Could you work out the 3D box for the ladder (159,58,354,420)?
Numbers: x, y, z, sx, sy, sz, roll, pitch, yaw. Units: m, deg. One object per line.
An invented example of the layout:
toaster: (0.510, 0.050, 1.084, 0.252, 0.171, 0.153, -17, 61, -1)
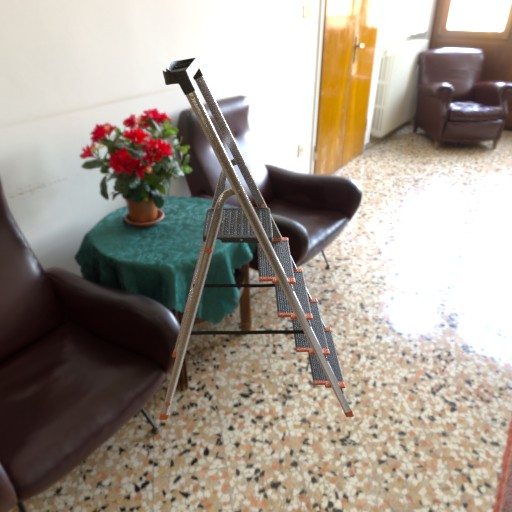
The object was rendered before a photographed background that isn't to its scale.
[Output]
ladder: (0.000, 0.000, 2.047, 0.995, 1.646, 0.480, -1, 31, -1)
